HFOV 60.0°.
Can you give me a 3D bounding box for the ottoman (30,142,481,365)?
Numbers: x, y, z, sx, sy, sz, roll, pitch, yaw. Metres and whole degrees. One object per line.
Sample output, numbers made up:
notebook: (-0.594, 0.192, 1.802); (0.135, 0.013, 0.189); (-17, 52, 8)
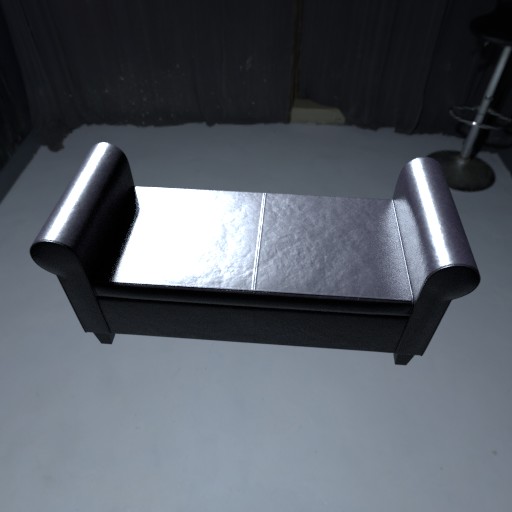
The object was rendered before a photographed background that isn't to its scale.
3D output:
ottoman: (0.000, 0.000, 1.555); (1.256, 0.547, 0.521); (3, 46, 3)
